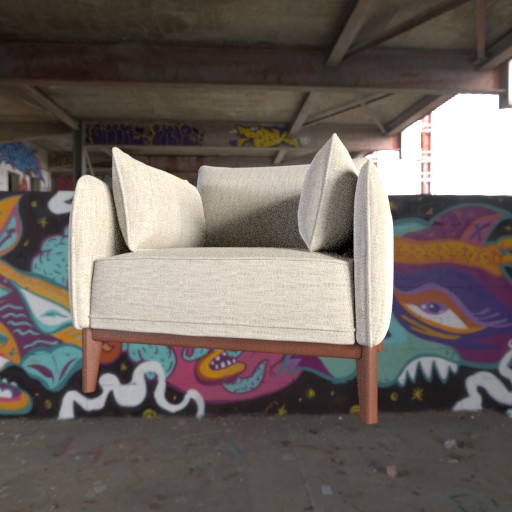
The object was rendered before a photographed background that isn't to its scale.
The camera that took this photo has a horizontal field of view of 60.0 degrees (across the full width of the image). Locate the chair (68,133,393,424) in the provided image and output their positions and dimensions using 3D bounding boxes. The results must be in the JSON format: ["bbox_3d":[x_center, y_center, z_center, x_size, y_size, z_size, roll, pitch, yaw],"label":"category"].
[{"bbox_3d":[0.000,0.000,1.679,0.994,0.855,0.991,0,1,17],"label":"chair"}]
